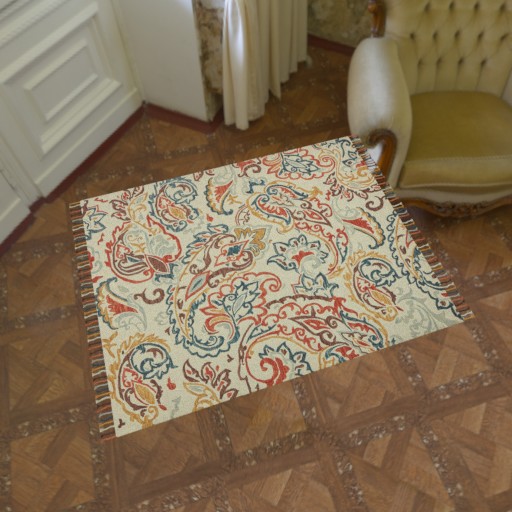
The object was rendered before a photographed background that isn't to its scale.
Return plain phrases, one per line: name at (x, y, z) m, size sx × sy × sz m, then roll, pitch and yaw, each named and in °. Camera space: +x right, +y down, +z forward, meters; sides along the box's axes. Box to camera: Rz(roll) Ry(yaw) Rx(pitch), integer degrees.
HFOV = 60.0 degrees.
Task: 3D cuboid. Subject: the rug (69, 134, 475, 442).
rug at (0.000, 0.000, 4.250) m, size 3.274 × 0.015 × 2.439 m, roll -16°, pitch 59°, yaw -10°
